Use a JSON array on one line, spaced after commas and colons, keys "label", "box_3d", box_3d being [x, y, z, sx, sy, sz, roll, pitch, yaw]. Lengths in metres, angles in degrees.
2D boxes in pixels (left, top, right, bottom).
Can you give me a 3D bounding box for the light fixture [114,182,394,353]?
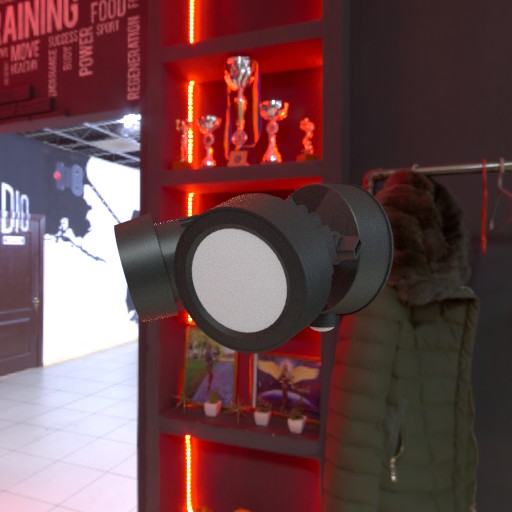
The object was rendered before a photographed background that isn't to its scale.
[{"label": "light fixture", "box_3d": [0.000, 0.000, 0.315, 0.168, 0.120, 0.213, 0, 0, -36]}]
